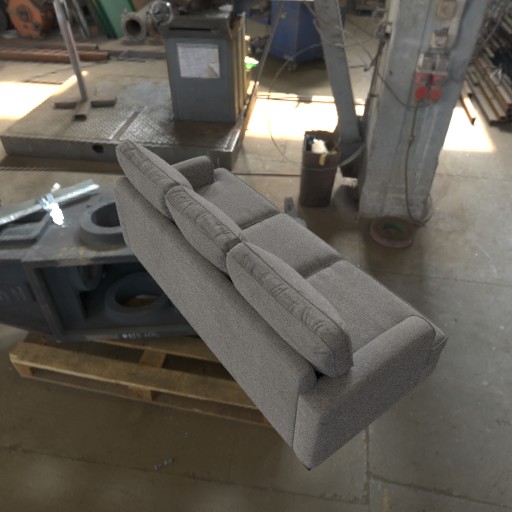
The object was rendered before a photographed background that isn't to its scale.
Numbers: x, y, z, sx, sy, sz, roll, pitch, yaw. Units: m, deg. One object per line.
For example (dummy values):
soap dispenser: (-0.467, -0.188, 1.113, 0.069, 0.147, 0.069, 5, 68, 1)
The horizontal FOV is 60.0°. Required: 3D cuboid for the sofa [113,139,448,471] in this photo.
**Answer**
sofa: (0.000, 0.000, 2.703, 0.951, 0.965, 2.158, -26, 47, -27)
